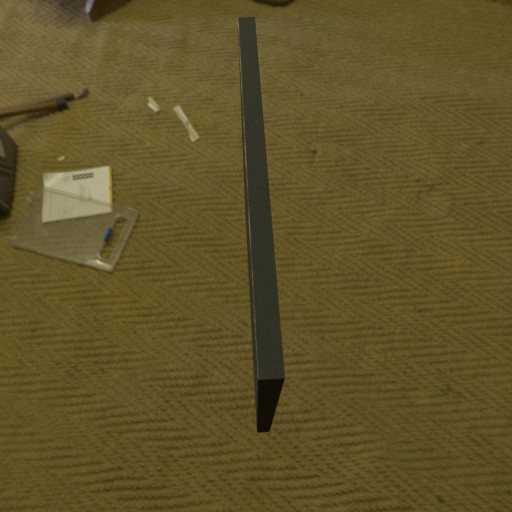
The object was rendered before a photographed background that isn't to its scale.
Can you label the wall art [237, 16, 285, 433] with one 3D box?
[{"bbox_3d":[0.000,0.000,0.445,0.015,0.303,0.304,-3,63,-1],"label":"wall art"}]
